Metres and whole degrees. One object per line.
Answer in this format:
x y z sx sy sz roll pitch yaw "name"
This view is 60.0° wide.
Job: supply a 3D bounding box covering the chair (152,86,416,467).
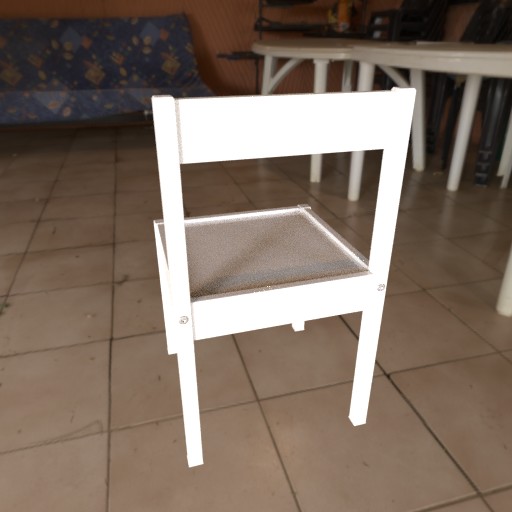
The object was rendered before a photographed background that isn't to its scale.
0.000 0.000 0.682 0.285 0.505 0.285 -8 28 -15 "chair"
